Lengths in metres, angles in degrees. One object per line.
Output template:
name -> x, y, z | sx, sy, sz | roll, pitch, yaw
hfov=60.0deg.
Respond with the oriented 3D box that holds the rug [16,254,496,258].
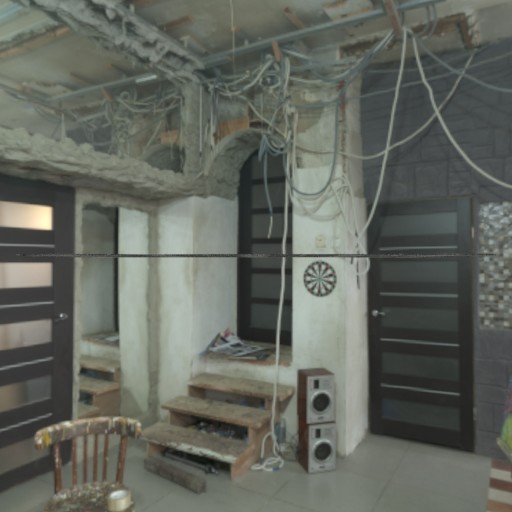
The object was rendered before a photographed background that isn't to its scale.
rug -> 0.000, 0.000, 2.617 | 2.434, 0.012, 0.760 | 0, -1, 1
